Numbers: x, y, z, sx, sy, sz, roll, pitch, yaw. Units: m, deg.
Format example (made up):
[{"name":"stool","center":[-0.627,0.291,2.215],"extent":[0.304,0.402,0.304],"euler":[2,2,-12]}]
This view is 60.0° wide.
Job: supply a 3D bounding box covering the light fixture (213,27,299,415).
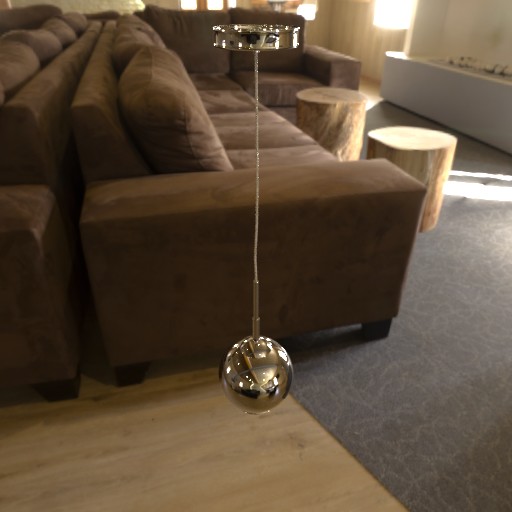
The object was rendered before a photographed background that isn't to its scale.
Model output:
[{"name":"light fixture","center":[0.000,0.000,1.673],"extent":[0.336,1.538,0.336],"euler":[1,31,1]}]
